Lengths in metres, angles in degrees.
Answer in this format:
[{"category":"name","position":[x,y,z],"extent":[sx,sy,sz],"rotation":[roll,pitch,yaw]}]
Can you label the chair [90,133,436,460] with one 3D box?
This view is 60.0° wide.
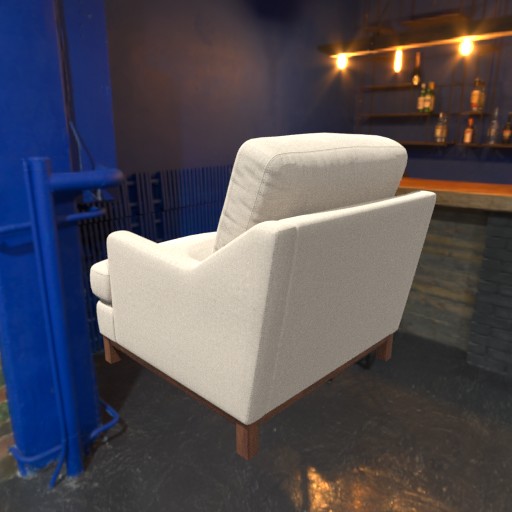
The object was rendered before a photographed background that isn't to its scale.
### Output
[{"category":"chair","position":[0.000,0.000,1.711],"extent":[1.001,0.916,0.912],"rotation":[15,21,42]}]
